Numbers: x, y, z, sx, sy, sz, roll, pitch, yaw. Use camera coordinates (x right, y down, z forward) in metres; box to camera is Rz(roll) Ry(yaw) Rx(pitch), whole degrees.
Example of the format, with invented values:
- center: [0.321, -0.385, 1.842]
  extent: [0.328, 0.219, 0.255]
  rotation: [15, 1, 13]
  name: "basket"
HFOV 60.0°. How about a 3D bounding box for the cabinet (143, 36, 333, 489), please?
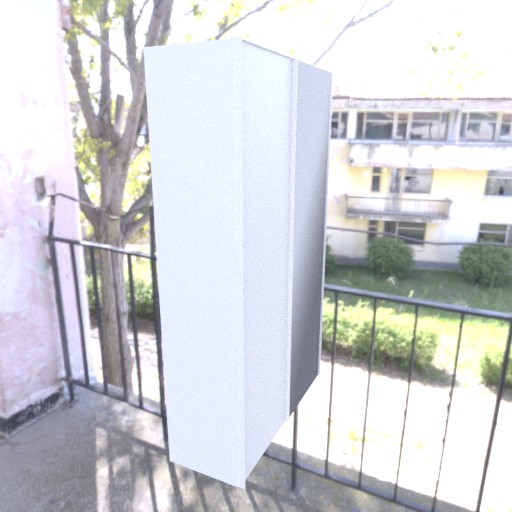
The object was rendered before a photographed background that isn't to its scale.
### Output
- center: [0.000, 0.000, 2.658]
  extent: [0.480, 2.160, 1.250]
  rotation: [8, 18, 25]
  name: "cabinet"
